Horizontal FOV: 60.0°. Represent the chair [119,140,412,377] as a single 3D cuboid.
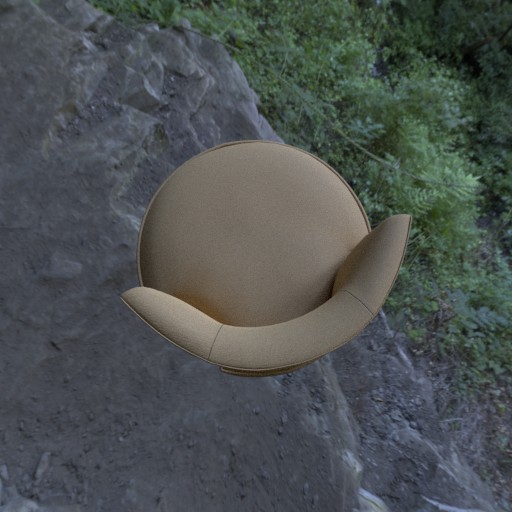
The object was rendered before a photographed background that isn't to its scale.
[{"bbox_3d":[0.000,0.000,1.249,0.650,0.723,0.665,-16,76,-4],"label":"chair"}]
